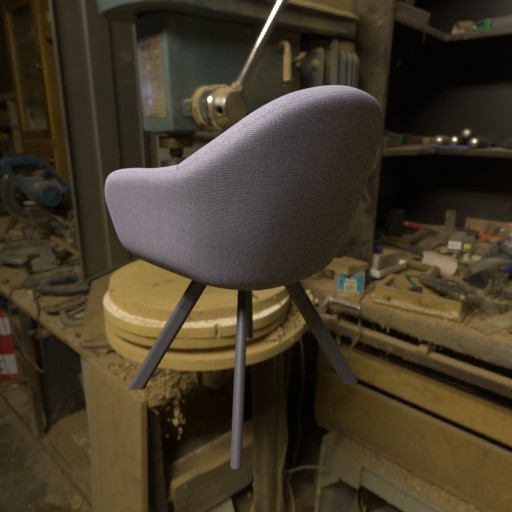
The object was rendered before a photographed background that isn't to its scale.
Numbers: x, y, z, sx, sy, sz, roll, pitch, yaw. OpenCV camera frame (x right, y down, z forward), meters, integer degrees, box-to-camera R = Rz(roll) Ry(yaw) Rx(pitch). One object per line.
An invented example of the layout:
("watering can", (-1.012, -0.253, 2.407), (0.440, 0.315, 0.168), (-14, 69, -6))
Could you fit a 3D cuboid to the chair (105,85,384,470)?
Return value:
("chair", (0.000, 0.000, 1.138), (0.550, 0.795, 0.590), (16, 23, 42))
